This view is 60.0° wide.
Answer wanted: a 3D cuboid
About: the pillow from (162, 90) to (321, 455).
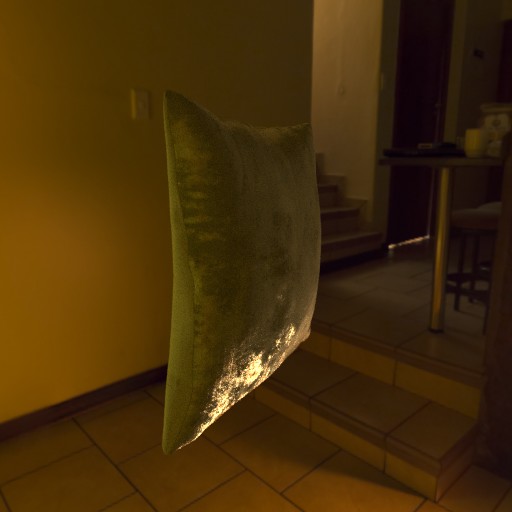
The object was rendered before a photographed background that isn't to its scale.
[{"bbox_3d":[0.000,0.000,0.738,0.175,0.464,0.470,6,14,27],"label":"pillow"}]
